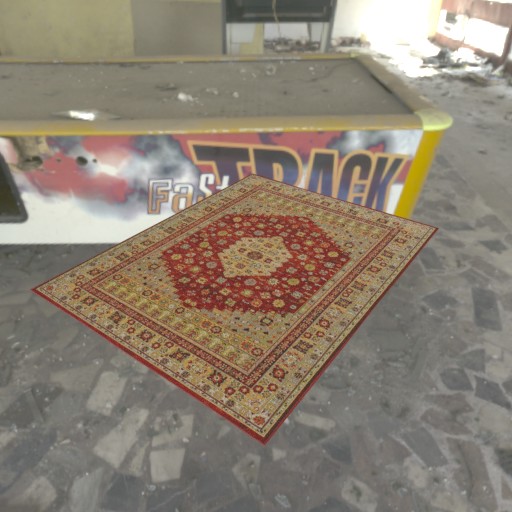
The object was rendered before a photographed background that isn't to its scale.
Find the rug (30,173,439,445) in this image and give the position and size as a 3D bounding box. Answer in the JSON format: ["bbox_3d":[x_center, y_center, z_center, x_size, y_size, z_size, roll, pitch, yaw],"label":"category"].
[{"bbox_3d":[0.000,0.000,4.096,2.387,0.013,3.053,22,39,30],"label":"rug"}]
